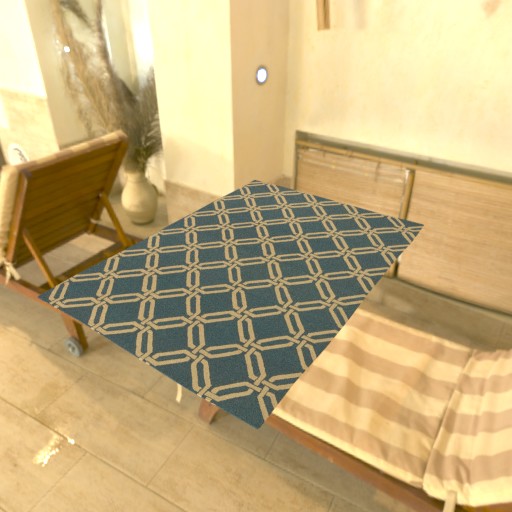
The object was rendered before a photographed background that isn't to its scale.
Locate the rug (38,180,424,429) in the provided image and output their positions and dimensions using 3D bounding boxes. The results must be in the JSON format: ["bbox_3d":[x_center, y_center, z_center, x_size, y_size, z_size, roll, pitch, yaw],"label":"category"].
[{"bbox_3d":[0.000,0.000,2.850,1.524,0.013,2.135,20,37,29],"label":"rug"}]
